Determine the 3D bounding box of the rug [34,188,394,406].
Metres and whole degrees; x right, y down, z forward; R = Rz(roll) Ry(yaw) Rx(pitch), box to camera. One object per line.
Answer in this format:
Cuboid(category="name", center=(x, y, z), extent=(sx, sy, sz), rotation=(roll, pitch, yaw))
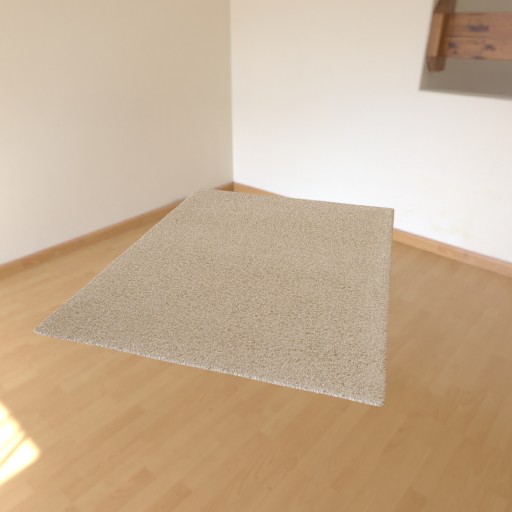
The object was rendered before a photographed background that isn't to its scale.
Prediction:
Cuboid(category="rug", center=(0.000, 0.000, 4.136), extent=(2.438, 0.029, 3.047), rotation=(8, 30, 14))
